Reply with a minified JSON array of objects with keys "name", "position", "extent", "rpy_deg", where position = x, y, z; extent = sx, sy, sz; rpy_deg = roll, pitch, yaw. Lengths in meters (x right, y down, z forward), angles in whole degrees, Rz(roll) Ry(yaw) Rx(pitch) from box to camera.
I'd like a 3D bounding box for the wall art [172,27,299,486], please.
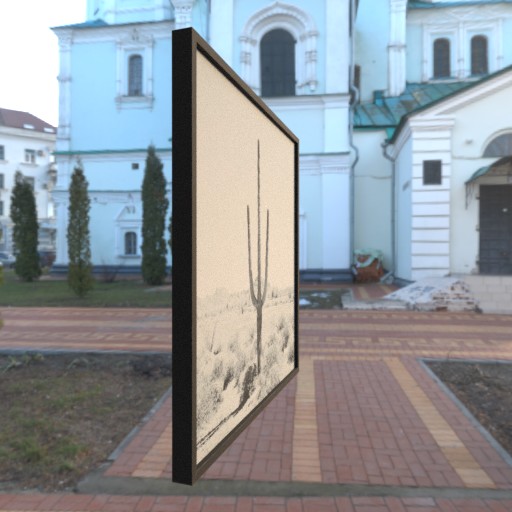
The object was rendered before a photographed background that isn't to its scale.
[{"name":"wall art","position":[0.000,0.000,1.101],"extent":[0.038,0.762,0.762],"rpy_deg":[0,0,19]}]
